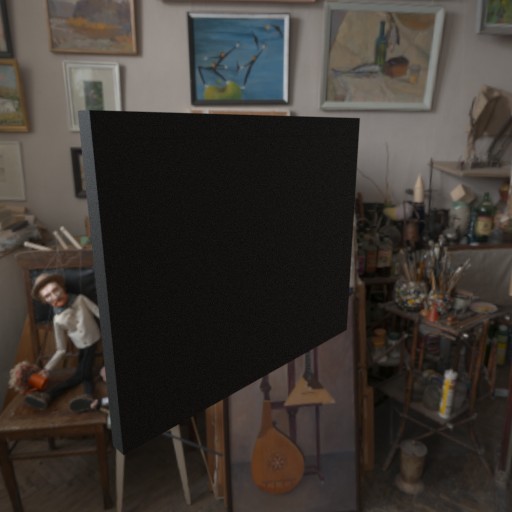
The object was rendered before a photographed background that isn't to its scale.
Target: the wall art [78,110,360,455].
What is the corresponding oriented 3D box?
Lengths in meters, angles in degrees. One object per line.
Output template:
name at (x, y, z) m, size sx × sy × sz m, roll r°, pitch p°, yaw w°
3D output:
wall art at (0.000, 0.000, 0.755) m, size 0.029 × 0.457 × 0.558 m, roll 15°, pitch 22°, yaw 42°
